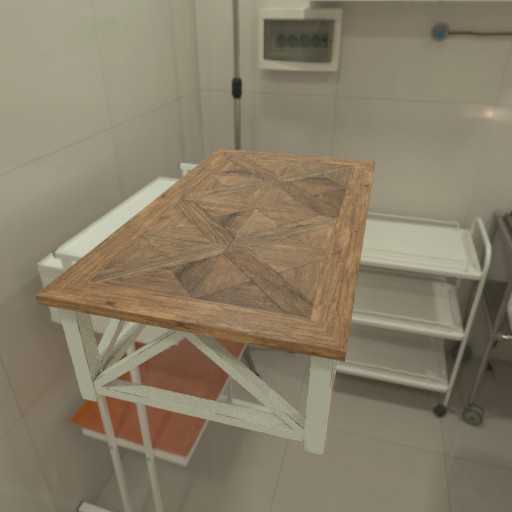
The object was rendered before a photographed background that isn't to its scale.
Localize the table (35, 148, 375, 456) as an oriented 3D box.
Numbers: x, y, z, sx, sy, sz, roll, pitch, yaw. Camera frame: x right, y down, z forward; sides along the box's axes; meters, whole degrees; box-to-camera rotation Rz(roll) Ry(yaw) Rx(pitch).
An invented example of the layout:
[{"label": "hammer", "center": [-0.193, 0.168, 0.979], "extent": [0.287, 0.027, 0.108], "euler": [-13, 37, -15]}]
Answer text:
[{"label": "table", "center": [0.000, 0.000, 1.744], "extent": [0.800, 0.410, 1.400], "euler": [8, 31, 14]}]
